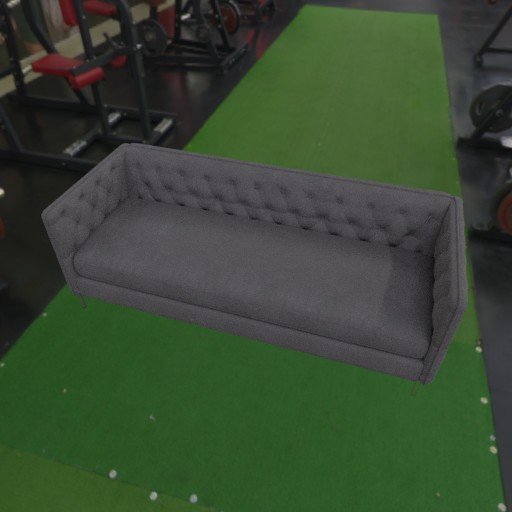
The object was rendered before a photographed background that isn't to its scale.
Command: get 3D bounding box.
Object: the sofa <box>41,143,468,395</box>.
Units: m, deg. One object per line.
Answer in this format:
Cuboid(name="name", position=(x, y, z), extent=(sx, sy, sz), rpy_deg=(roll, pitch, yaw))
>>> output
Cuboid(name="sofa", position=(0.000, 0.000, 2.670), extent=(2.209, 0.771, 0.895), rpy_deg=(12, 42, 13))
